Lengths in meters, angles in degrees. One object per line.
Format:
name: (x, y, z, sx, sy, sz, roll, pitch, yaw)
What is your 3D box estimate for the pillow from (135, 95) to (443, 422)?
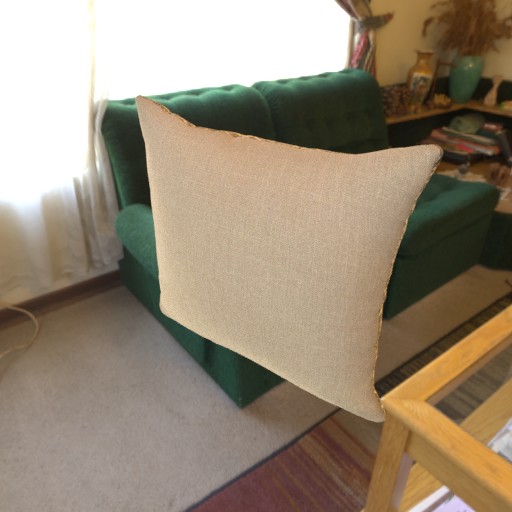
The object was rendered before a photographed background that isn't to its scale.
pillow: (0.000, 0.000, 0.779, 0.546, 0.487, 0.180, 20, 36, 30)
